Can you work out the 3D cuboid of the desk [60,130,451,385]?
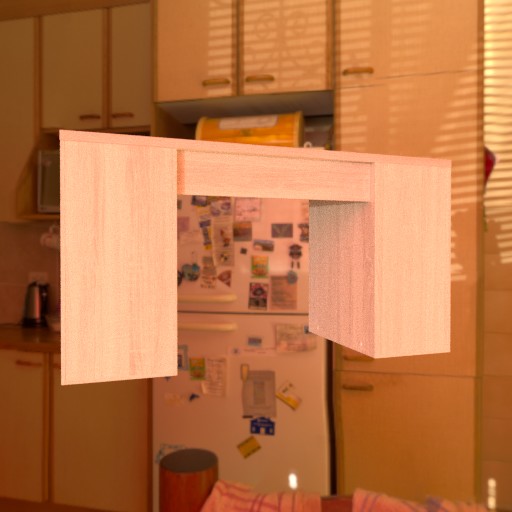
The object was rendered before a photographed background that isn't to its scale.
[{"bbox_3d":[0.000,0.000,1.780,1.390,0.740,0.600,0,1,-18],"label":"desk"}]
